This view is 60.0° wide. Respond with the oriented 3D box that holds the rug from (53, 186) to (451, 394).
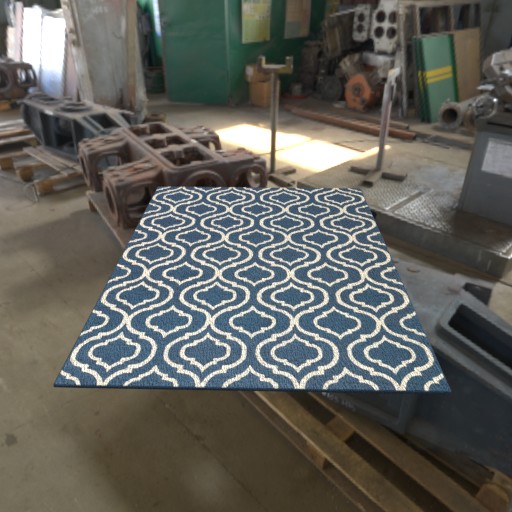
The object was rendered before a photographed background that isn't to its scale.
[{"bbox_3d":[0.000,0.000,3.742,2.270,0.020,2.881,1,32,1],"label":"rug"}]
